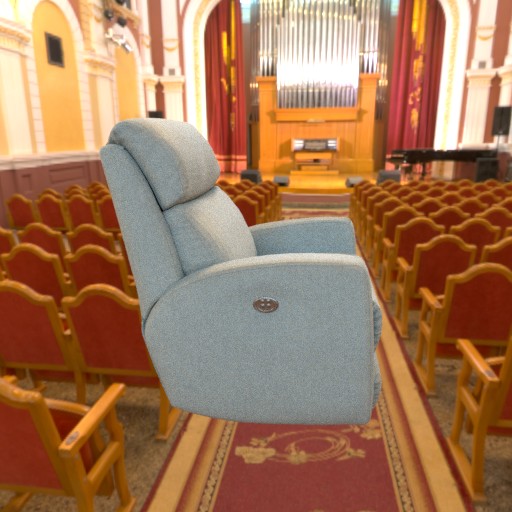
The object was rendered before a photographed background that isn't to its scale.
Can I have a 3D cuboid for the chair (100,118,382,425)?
[{"bbox_3d":[0.000,0.000,1.720,0.940,1.016,0.794,2,15,8],"label":"chair"}]
